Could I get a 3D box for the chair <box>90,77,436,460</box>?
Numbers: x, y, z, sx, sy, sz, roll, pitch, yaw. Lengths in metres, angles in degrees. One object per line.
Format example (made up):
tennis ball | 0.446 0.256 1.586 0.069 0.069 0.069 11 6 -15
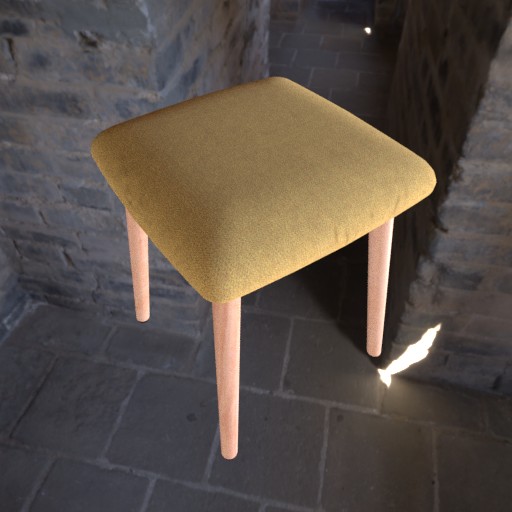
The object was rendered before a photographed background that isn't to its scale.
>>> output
chair | 0.000 0.000 0.703 0.350 0.440 0.350 -27 52 -23
